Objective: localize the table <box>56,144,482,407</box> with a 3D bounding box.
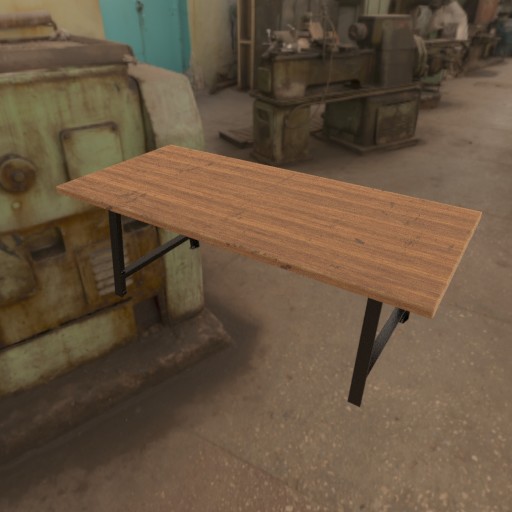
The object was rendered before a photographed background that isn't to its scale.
[{"bbox_3d":[0.000,0.000,2.686,2.200,0.757,1.000,18,36,28],"label":"table"}]
